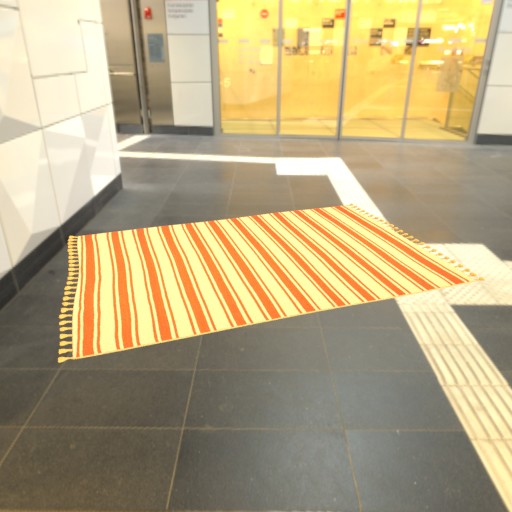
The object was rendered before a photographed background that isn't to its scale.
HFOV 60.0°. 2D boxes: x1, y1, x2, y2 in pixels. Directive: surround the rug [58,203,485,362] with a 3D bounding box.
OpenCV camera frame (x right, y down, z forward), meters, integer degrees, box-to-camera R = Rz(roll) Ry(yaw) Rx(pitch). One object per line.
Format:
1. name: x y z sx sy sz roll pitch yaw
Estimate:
1. rug: 0.000 0.000 2.996 2.433 0.022 1.556 -8 26 -17
